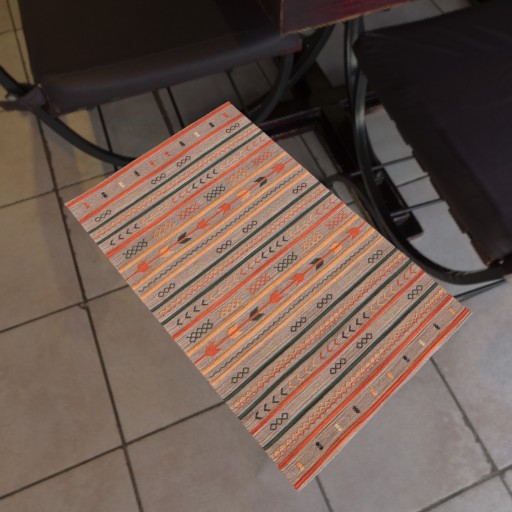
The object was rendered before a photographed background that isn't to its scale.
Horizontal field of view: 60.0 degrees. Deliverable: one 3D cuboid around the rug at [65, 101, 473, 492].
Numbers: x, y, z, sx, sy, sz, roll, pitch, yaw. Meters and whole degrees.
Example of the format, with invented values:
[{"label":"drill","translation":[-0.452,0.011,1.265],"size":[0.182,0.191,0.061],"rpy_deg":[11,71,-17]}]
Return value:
[{"label":"rug","translation":[0.000,0.000,3.008],"size":[1.537,0.029,2.439],"rpy_deg":[-38,69,-17]}]
